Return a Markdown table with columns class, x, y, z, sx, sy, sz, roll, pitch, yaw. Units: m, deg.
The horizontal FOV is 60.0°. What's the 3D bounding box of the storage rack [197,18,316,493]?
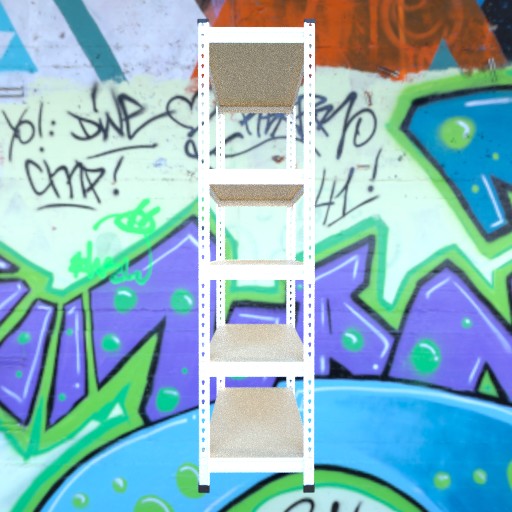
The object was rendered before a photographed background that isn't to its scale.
| class | x | y | z | sx | sy | sz | roll | pitch | yaw |
| --- | --- | --- | --- | --- | --- | --- | --- | --- | --- |
| storage rack | 0.000 | 0.000 | 2.165 | 0.457 | 1.829 | 0.914 | 0 | 1 | 0 |
